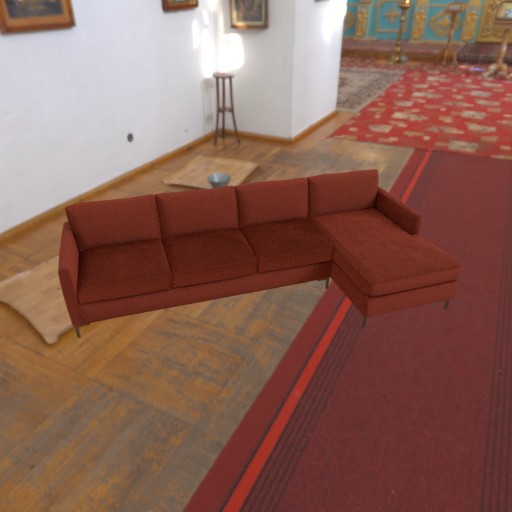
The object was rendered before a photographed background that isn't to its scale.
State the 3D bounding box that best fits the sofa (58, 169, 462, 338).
[{"bbox_3d":[0.000,0.000,3.545,2.932,0.810,1.350,-9,32,-15],"label":"sofa"}]
